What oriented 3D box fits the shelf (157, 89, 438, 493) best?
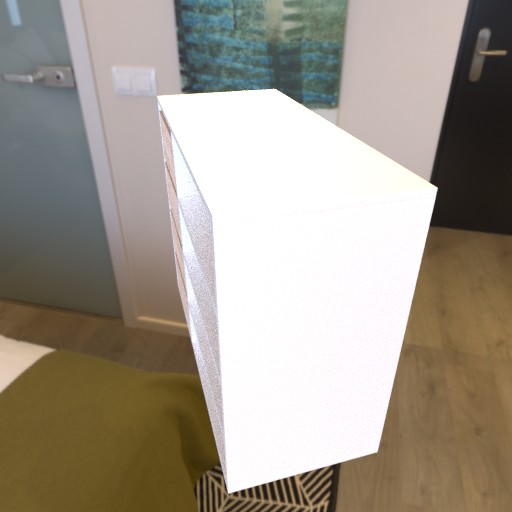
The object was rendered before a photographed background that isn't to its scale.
[{"bbox_3d":[0.000,0.000,1.276,0.396,0.732,0.895,-9,32,-14],"label":"shelf"}]
